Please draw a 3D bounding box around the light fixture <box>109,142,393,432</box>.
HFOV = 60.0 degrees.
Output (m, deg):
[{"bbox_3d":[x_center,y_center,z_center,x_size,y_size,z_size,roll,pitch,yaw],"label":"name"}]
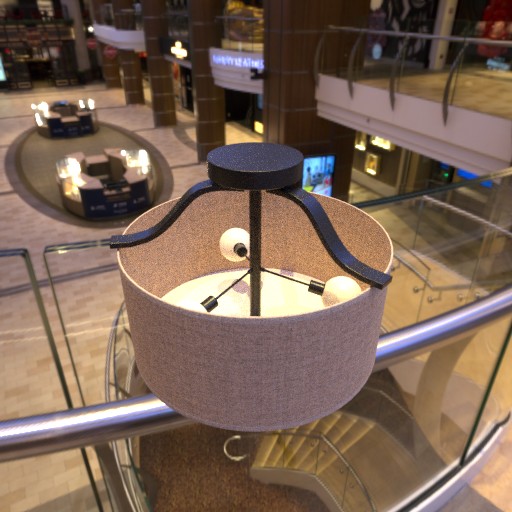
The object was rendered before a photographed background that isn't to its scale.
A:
[{"bbox_3d":[0.000,0.000,0.654,0.390,0.306,0.390,0,30,0],"label":"light fixture"}]
